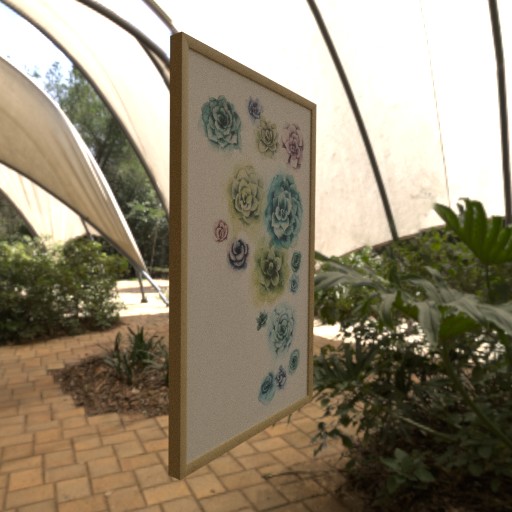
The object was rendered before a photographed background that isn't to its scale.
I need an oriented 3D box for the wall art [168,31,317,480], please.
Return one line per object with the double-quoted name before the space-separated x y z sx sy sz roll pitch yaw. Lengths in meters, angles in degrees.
"wall art" 0.000 0.000 1.013 0.039 0.810 0.510 1 2 36
